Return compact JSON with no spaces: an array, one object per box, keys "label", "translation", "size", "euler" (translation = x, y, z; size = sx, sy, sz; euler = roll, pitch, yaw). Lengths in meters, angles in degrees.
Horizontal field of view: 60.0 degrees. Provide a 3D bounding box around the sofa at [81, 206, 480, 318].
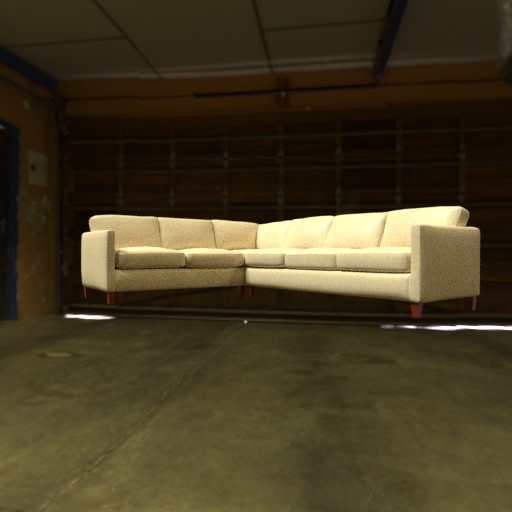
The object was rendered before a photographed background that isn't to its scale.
[{"label":"sofa","translation":[0.000,0.000,4.458],"size":[2.593,0.947,3.302],"euler":[0,0,-36]}]
